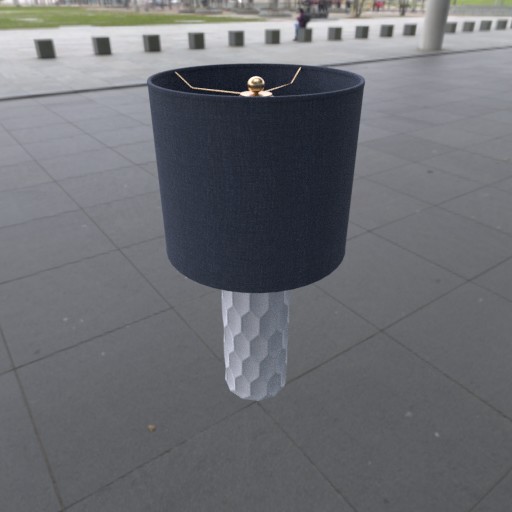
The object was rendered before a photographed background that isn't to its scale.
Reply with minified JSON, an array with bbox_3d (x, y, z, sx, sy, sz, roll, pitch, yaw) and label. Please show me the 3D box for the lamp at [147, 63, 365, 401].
[{"bbox_3d":[0.000,0.000,0.708,0.277,0.537,0.277,-11,32,-18],"label":"lamp"}]
